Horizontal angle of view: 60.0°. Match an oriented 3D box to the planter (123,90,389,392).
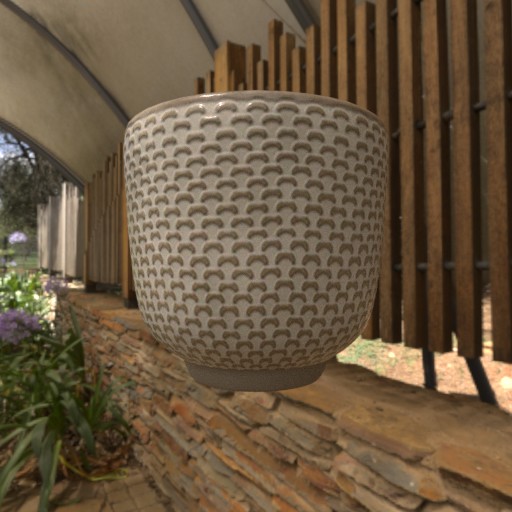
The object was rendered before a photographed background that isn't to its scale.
[{"bbox_3d":[0.000,0.000,0.300,0.173,0.160,0.173,0,-1,0],"label":"planter"}]
